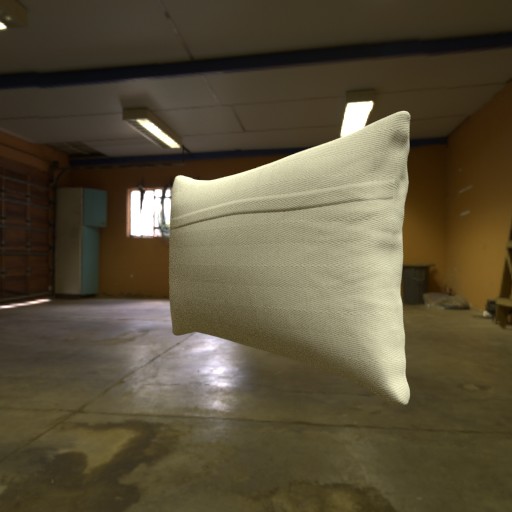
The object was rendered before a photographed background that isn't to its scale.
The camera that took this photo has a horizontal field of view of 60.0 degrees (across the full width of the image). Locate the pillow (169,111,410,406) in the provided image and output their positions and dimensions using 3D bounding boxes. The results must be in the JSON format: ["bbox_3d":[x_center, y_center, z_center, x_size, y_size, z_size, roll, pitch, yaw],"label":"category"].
[{"bbox_3d":[0.000,0.000,0.648,0.139,0.305,0.506,0,0,-37],"label":"pillow"}]
